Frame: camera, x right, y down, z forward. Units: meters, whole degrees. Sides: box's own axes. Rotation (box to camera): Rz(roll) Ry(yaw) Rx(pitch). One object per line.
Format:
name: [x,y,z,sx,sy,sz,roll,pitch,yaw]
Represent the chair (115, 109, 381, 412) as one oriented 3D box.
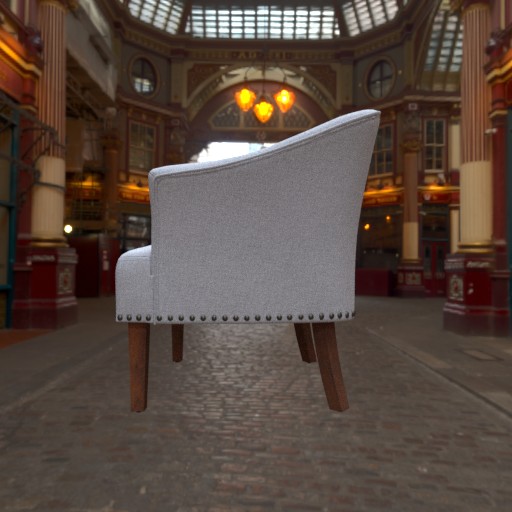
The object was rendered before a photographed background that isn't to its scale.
chair: [0.000,0.000,1.427,0.704,0.815,0.798,0,-1,0]
